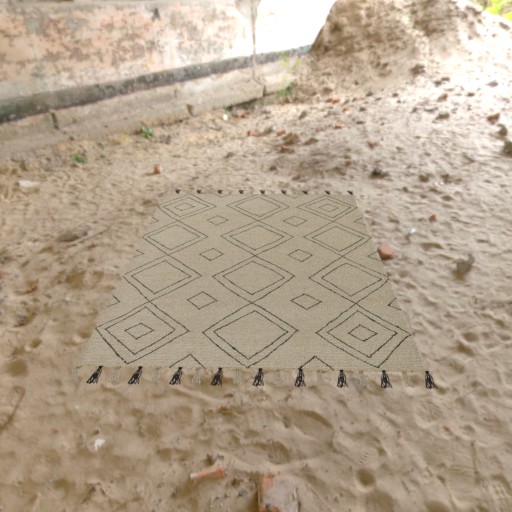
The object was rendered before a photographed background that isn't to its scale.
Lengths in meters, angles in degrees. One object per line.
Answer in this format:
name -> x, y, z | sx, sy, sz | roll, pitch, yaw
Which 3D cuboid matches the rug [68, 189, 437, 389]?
rug -> 0.000, 0.000, 4.177 | 2.342, 0.026, 3.221 | 1, 31, 1
